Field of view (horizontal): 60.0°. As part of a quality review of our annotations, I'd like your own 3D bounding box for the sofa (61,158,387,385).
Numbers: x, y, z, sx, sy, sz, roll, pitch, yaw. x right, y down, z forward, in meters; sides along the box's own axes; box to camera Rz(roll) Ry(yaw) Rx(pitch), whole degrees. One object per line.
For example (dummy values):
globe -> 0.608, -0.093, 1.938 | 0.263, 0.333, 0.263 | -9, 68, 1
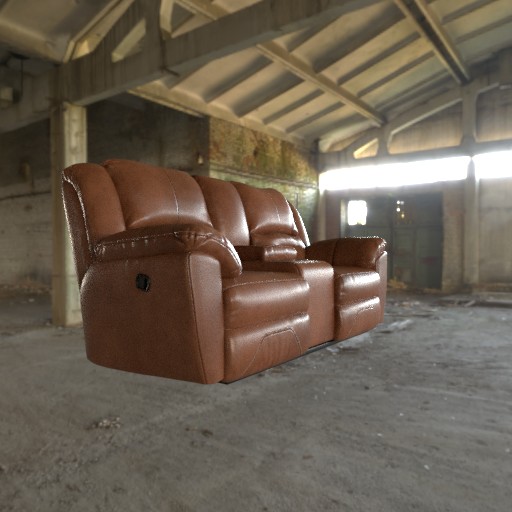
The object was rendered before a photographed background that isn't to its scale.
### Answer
sofa -> 0.000, 0.000, 2.669 | 0.991, 1.043, 2.058 | 0, 1, 36
